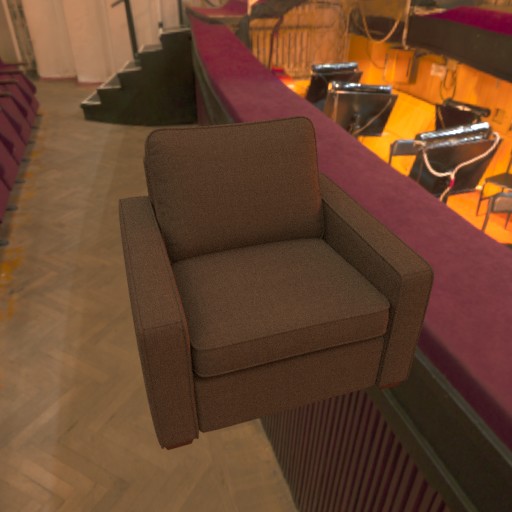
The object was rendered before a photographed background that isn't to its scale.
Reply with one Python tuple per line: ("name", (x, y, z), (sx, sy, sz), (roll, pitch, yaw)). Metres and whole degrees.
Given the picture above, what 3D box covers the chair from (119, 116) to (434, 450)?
("chair", (0.000, 0.000, 1.783), (1.017, 0.919, 0.940), (-10, 34, -15))
